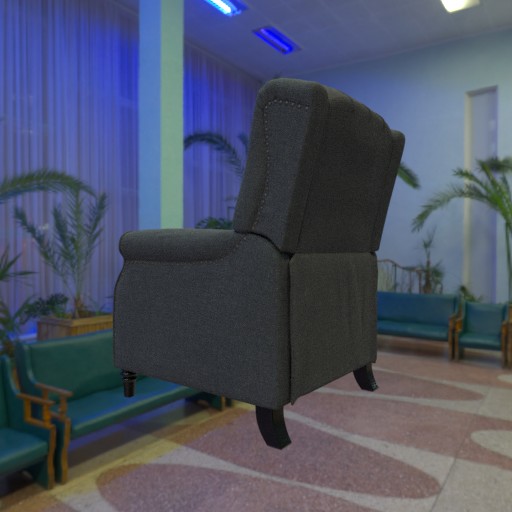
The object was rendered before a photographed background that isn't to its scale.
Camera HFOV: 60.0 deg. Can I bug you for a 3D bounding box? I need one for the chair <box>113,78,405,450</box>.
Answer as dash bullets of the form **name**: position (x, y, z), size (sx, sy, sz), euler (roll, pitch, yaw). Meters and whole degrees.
- **chair**: position (0.000, 0.000, 1.645), size (0.898, 1.035, 0.742), euler (1, 1, 38)
